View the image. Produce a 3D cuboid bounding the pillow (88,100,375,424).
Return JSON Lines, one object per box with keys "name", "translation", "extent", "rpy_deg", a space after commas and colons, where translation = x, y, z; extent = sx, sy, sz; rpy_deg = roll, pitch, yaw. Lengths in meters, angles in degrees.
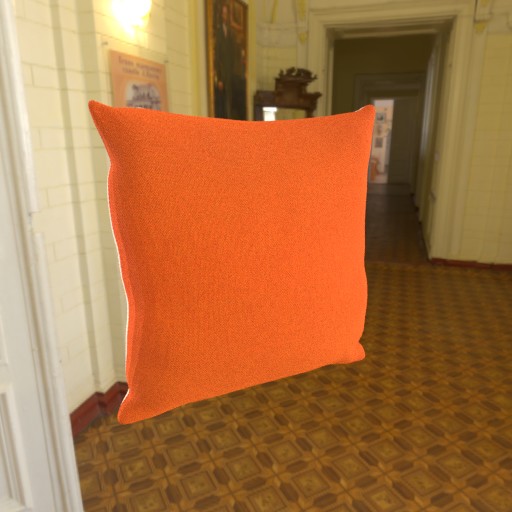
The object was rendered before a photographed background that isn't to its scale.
{"name": "pillow", "translation": [0.000, 0.000, 0.664], "extent": [0.440, 0.441, 0.182], "rpy_deg": [-8, 17, -27]}
